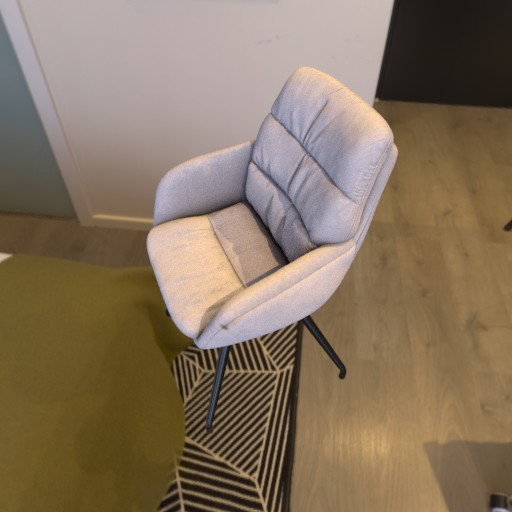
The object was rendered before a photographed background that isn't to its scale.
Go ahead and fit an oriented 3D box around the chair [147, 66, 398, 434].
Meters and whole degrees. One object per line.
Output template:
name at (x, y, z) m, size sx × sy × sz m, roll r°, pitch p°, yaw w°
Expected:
chair at (0.000, 0.000, 1.270) m, size 0.569 × 0.888 × 0.579 m, roll -17°, pitch 48°, yaw -16°
